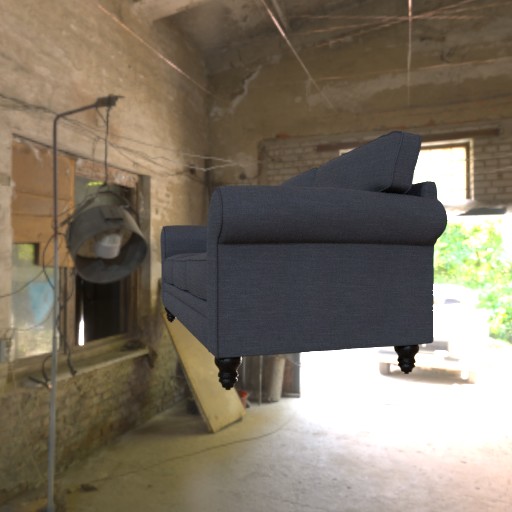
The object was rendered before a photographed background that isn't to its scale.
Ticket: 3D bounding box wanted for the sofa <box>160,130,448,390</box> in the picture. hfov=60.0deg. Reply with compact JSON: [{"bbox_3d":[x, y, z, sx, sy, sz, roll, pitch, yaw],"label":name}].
[{"bbox_3d":[0.000,0.000,2.539,0.909,0.966,2.084,0,-1,-17],"label":"sofa"}]
